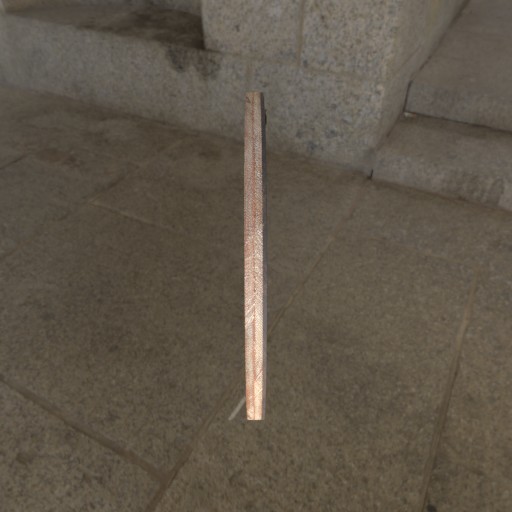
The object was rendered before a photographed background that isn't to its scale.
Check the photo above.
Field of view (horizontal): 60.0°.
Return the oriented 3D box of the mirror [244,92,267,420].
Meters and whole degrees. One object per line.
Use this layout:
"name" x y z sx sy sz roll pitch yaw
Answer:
"mirror" 0.000 0.000 1.026 0.038 0.710 0.710 0 41 0
